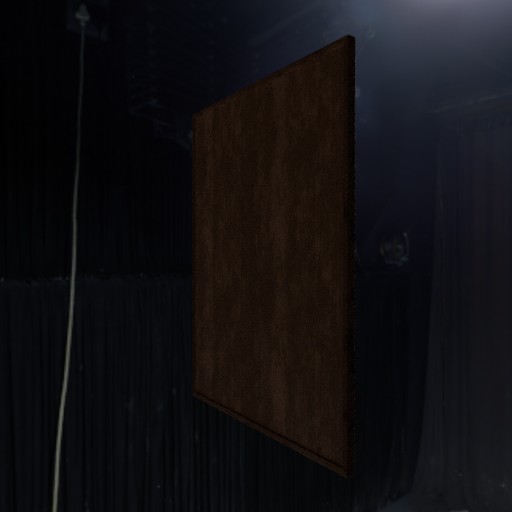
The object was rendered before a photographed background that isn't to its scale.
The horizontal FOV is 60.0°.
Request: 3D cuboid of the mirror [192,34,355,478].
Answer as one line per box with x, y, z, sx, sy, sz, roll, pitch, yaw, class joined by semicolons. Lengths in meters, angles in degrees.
0.000;0.000;1.421;0.028;1.099;0.796;0;0;-37;mirror
